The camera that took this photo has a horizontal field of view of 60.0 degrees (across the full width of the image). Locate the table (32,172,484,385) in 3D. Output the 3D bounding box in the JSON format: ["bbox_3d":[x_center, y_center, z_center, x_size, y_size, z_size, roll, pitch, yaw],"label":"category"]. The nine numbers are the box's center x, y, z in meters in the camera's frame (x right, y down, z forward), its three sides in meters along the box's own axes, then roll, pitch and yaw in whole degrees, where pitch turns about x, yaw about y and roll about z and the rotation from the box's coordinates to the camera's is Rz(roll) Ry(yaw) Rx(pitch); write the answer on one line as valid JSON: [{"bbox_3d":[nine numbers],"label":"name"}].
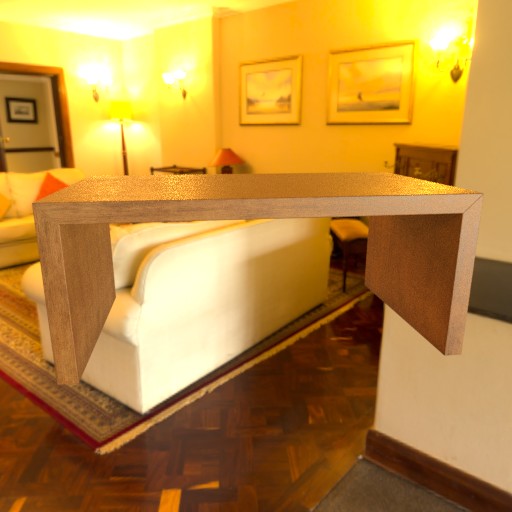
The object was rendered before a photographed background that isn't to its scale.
[{"bbox_3d":[0.000,0.000,1.286,1.000,0.419,0.549,-2,16,-8],"label":"table"}]
